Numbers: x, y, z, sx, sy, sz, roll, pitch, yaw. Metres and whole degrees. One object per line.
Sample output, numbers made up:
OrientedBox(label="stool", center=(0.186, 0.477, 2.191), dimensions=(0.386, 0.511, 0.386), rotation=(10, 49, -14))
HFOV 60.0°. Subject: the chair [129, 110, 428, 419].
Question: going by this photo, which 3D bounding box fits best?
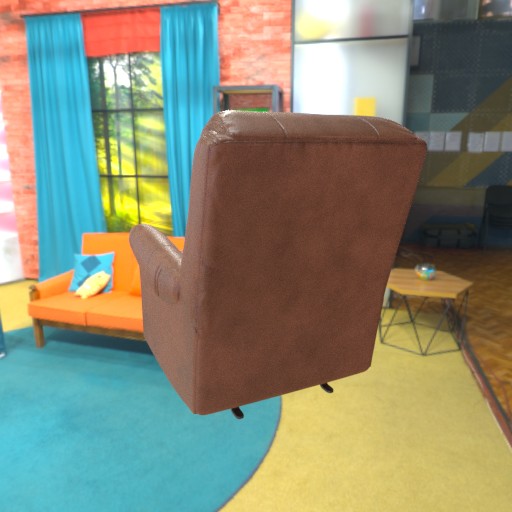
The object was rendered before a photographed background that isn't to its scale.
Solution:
OrientedBox(label="chair", center=(0.000, 0.000, 1.786), dimensions=(0.838, 1.054, 1.014), rotation=(-7, 15, -25))
